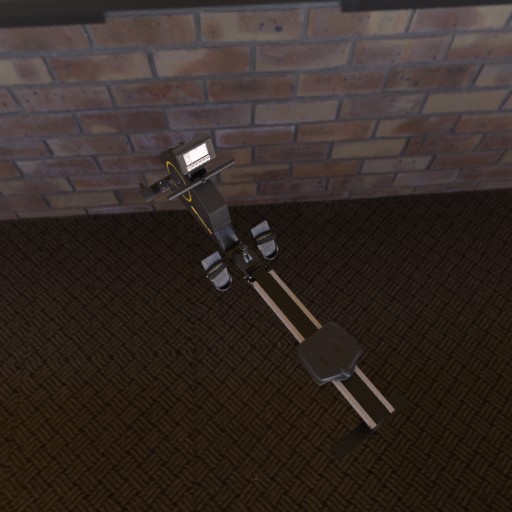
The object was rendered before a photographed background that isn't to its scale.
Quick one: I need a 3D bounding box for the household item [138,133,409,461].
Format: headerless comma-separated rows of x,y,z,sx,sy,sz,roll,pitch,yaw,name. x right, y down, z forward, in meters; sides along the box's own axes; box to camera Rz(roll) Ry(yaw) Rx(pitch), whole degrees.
0.000,0.000,2.555,0.521,0.810,2.251,-33,68,-15,household item
